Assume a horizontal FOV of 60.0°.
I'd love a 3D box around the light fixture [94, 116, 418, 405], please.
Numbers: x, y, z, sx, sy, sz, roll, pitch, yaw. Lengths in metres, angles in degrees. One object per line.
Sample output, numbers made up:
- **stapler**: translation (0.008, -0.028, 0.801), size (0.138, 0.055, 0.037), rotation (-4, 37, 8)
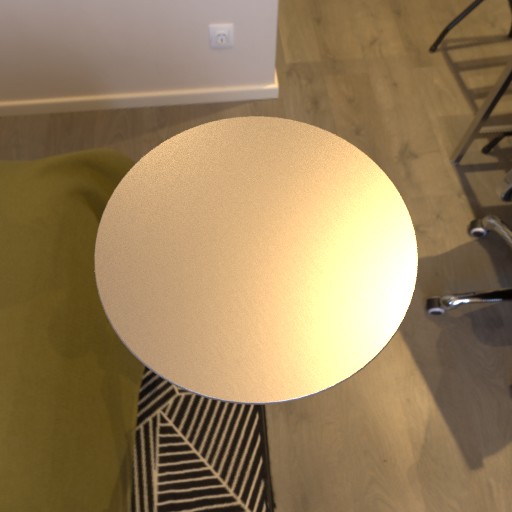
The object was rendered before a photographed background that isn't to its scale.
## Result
- **light fixture**: translation (0.000, 0.000, 0.552), size (0.368, 0.100, 0.368), rotation (0, 63, 0)
